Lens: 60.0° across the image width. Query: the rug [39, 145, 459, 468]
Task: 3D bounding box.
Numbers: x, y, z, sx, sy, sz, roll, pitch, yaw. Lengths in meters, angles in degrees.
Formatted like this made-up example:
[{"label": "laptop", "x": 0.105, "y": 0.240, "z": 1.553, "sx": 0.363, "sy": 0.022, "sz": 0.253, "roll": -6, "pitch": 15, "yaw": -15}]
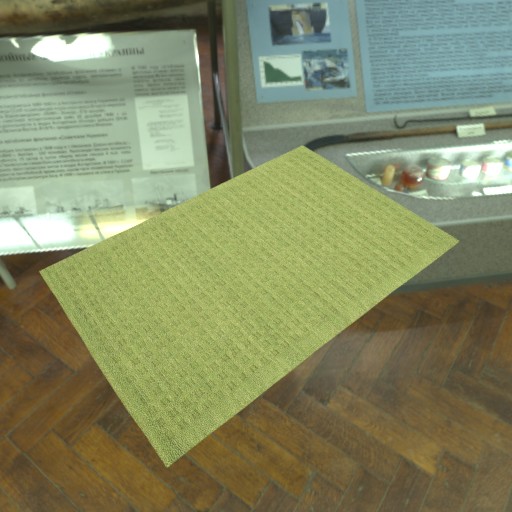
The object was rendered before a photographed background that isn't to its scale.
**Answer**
[{"label": "rug", "x": 0.000, "y": 0.000, "z": 2.885, "sx": 2.297, "sy": 0.007, "sz": 1.529, "roll": -31, "pitch": 53, "yaw": -26}]
